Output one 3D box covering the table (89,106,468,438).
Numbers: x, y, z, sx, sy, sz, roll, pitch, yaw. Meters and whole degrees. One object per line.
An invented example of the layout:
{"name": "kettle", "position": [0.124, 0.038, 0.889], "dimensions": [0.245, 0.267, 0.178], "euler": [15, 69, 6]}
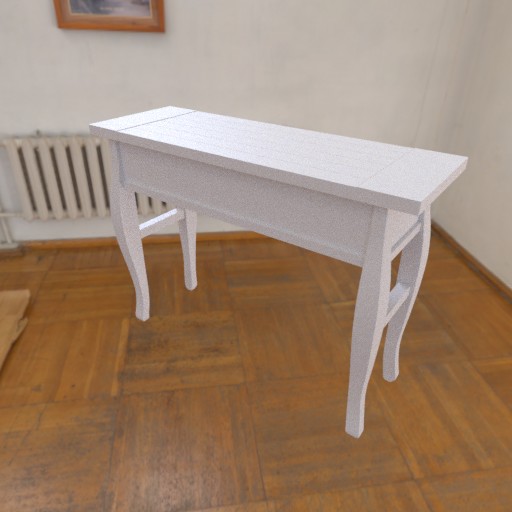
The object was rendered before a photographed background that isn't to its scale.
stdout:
{"name": "table", "position": [0.000, 0.000, 1.452], "dimensions": [1.062, 0.768, 0.373], "euler": [20, 35, 31]}
